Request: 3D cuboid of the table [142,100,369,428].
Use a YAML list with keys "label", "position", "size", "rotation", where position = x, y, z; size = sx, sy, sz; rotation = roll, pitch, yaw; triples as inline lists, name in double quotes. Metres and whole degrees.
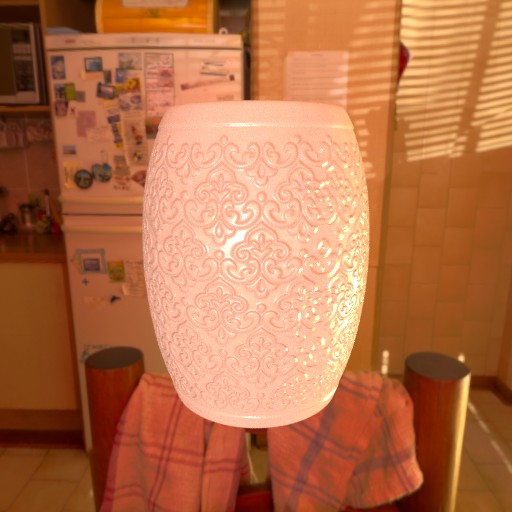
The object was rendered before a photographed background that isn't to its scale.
- label: "table"
  position: [0.000, 0.000, 0.627]
  size: [0.309, 0.397, 0.309]
  rotation: [0, 13, 0]
